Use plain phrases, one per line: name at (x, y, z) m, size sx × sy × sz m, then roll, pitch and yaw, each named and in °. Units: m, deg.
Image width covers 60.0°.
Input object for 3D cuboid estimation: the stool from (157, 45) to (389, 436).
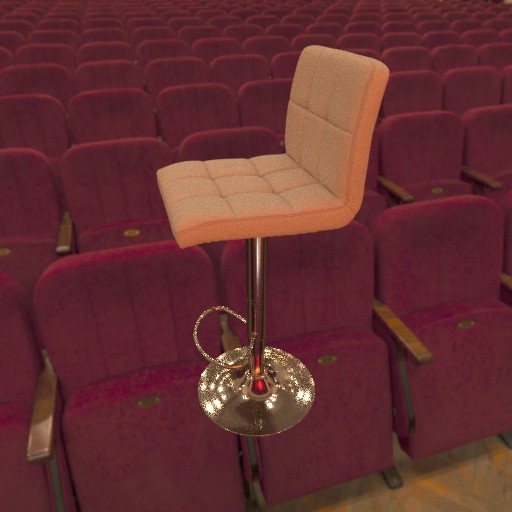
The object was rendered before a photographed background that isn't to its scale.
stool at (0.000, 0.000, 1.335) m, size 0.505 × 1.115 × 0.430 m, roll -9°, pitch 32°, yaw -14°
